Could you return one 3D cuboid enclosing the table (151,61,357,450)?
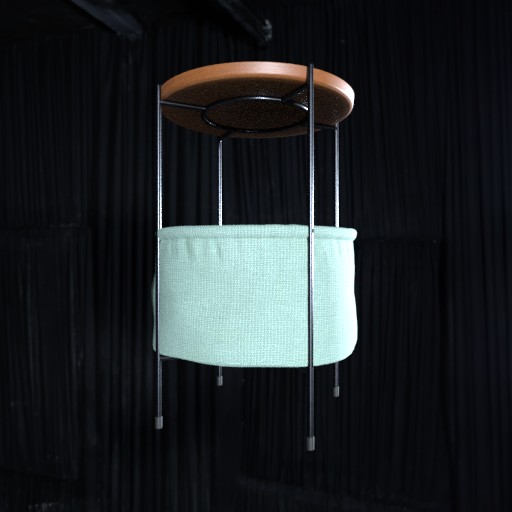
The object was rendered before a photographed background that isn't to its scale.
[{"bbox_3d":[0.000,0.000,0.893,0.400,0.623,0.400,0,0,19],"label":"table"}]
